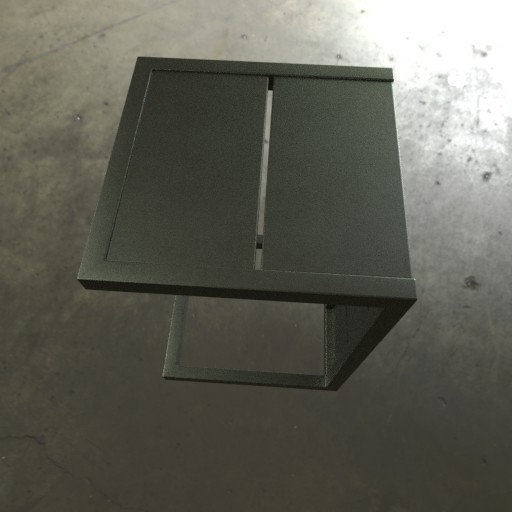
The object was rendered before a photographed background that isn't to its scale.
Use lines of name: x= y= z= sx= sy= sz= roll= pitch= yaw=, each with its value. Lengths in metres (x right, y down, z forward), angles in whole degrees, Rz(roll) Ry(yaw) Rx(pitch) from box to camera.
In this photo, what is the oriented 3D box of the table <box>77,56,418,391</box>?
table: x=0.000 y=0.000 z=0.905 sx=0.420 sy=0.609 sz=0.405 roll=3 pitch=63 yaw=2
